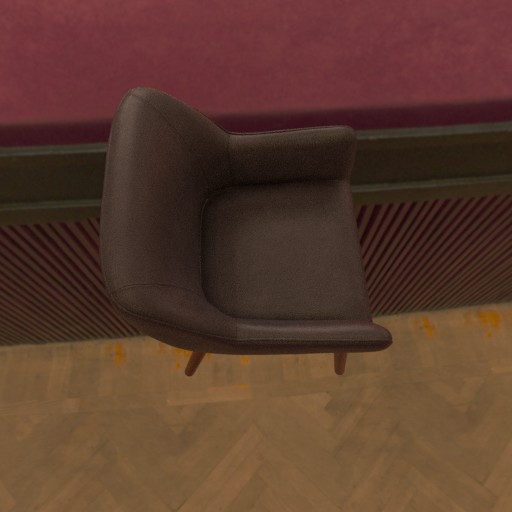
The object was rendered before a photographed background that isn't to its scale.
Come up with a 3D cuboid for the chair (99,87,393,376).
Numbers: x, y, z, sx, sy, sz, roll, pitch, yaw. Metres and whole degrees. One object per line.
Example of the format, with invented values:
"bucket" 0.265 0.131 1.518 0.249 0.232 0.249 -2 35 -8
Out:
"chair" 0.000 0.000 1.244 0.610 0.828 0.610 -3 66 -1
